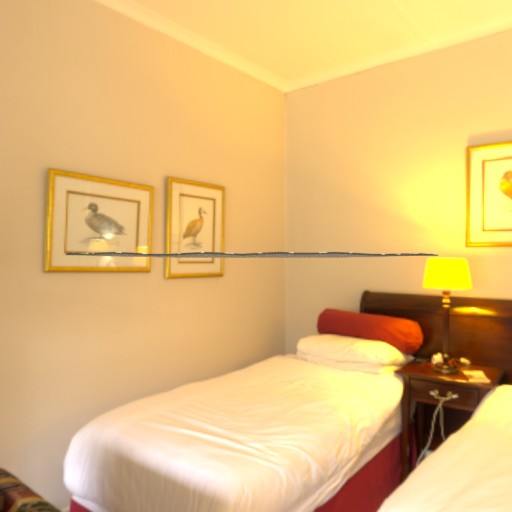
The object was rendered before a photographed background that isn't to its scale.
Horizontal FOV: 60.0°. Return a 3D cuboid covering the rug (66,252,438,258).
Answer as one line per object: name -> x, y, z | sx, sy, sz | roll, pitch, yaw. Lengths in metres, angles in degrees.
rug -> 0.000, 0.000, 3.035 | 1.529, 0.017, 2.448 | 0, 0, 1
